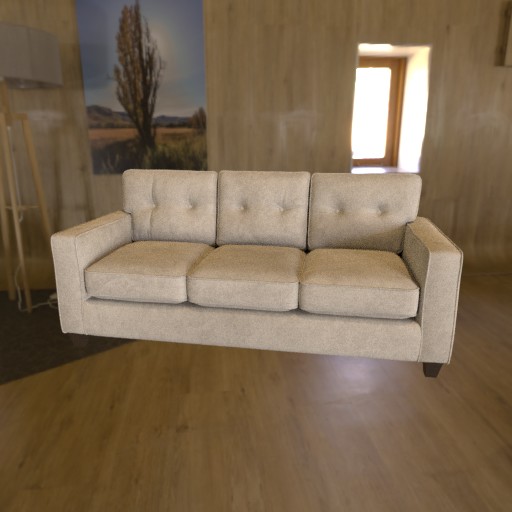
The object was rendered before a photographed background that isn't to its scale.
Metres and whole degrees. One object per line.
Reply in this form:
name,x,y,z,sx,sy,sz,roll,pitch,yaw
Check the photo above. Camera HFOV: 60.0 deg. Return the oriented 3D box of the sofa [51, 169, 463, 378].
sofa,0.000,0.000,2.680,2.133,0.965,0.939,3,16,10
